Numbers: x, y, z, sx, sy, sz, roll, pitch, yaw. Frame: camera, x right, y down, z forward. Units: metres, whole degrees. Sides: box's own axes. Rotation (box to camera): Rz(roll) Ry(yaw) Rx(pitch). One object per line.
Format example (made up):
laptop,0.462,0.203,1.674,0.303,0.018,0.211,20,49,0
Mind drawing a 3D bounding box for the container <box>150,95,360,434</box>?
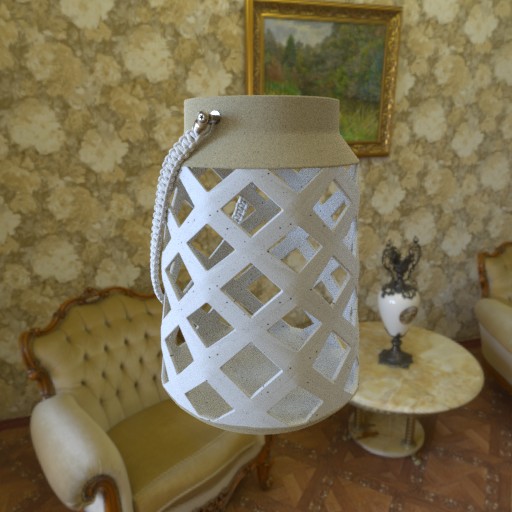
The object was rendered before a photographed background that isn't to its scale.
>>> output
container,0.000,0.000,0.346,0.172,0.229,0.163,8,18,26
